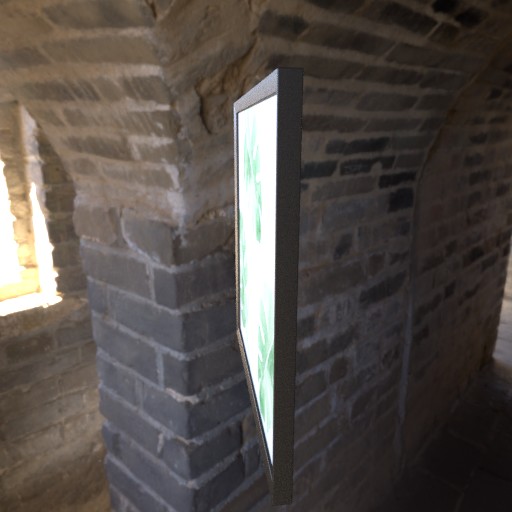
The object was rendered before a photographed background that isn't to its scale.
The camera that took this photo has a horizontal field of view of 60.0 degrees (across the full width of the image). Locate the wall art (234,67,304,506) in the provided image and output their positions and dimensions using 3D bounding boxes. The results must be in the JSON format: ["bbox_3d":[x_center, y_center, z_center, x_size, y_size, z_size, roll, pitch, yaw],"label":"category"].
[{"bbox_3d":[0.000,0.000,1.098,0.038,0.765,0.765,-2,15,-7],"label":"wall art"}]
